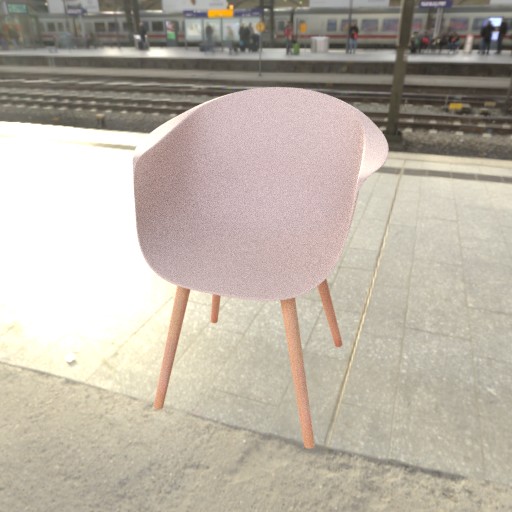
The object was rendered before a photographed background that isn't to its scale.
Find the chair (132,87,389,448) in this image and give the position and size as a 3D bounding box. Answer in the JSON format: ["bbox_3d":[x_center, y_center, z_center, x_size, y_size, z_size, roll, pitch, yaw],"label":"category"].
[{"bbox_3d":[0.000,0.000,1.161,0.593,0.781,0.504,8,28,16],"label":"chair"}]
